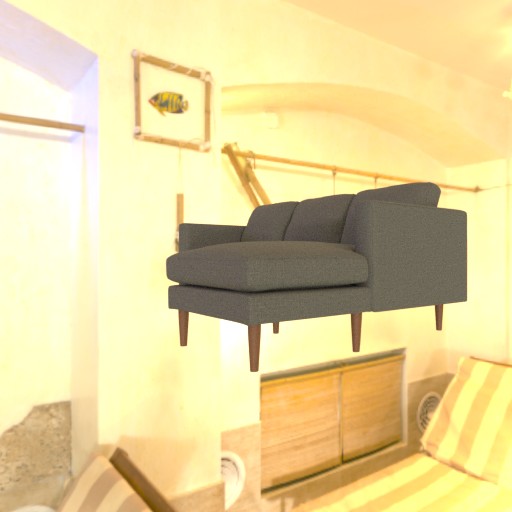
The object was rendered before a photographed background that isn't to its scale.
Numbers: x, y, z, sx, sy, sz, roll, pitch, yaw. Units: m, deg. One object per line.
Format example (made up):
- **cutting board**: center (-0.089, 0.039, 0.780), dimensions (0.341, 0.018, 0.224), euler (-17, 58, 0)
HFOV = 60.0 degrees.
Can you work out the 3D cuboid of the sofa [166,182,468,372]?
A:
- **sofa**: center (0.000, 0.000, 2.917), dimensions (1.591, 0.897, 2.031), euler (0, 0, -36)
